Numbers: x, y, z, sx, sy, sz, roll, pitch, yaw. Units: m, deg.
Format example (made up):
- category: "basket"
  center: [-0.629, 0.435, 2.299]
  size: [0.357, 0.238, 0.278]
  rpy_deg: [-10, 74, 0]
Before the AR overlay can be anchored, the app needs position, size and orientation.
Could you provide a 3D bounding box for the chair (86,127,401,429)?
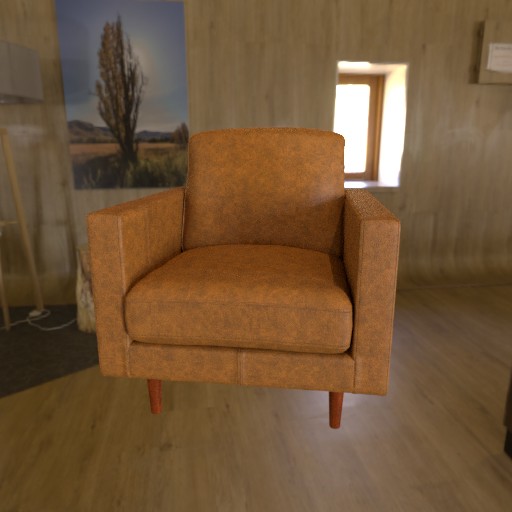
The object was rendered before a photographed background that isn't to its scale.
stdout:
- category: "chair"
  center: [0.000, 0.000, 1.670]
  size: [0.890, 0.956, 0.909]
  rpy_deg: [2, 14, 7]
